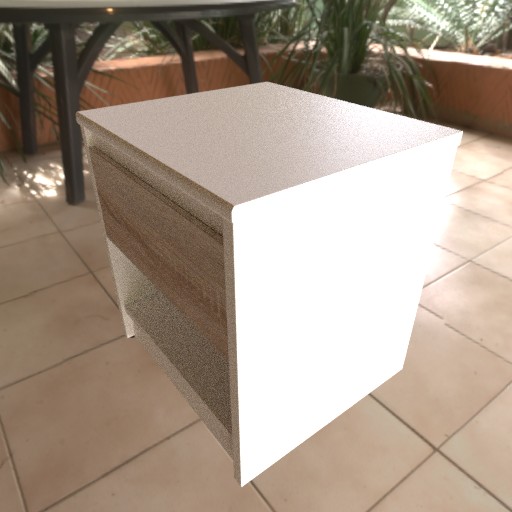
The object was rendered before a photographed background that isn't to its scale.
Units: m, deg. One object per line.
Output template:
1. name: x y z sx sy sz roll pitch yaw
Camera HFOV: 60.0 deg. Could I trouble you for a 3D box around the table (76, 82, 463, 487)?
1. table: 0.000 0.000 0.761 0.380 0.460 0.420 -22 39 -31
